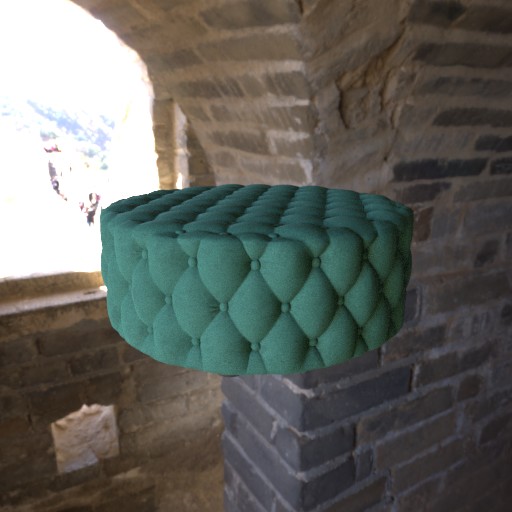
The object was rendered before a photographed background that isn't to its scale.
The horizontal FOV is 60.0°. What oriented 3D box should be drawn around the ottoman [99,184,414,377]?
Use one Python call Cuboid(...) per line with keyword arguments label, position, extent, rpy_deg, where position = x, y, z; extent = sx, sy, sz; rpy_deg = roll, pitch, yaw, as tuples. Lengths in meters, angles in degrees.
Cuboid(label="ottoman", position=(0.000, 0.000, 1.501), extent=(0.998, 0.399, 0.998), rpy_deg=(0, 16, 0))
